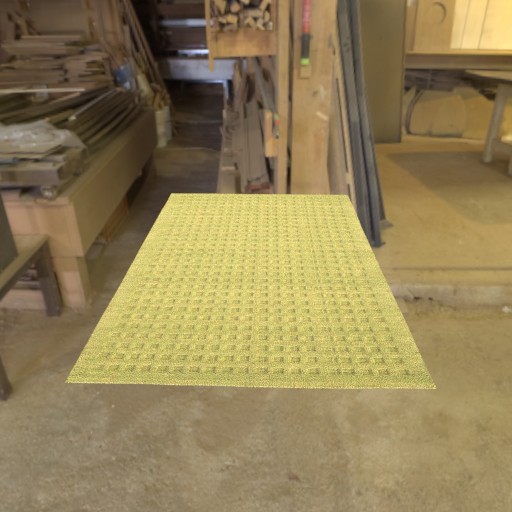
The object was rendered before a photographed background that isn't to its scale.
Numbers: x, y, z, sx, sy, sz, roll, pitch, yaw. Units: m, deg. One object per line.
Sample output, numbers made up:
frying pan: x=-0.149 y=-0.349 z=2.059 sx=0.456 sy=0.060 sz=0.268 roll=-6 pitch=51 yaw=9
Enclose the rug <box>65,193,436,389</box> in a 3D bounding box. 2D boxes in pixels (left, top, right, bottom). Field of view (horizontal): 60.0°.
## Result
rug: x=0.000 y=0.000 z=2.827 sx=1.529 sy=0.007 sz=2.297 roll=1 pitch=28 yaw=1
